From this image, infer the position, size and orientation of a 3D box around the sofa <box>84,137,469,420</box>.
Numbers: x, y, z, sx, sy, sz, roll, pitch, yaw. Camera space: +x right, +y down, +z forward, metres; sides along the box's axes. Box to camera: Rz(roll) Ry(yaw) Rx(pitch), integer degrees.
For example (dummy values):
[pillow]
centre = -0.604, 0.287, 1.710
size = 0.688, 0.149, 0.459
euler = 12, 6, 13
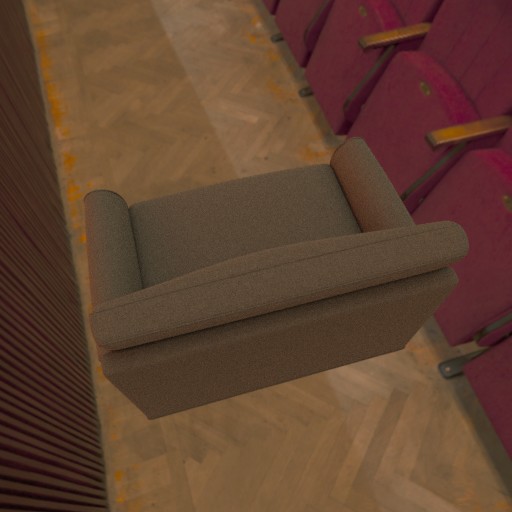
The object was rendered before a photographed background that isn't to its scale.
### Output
[sofa]
centre = 0.000, 0.000, 1.981
size = 1.410, 0.953, 0.940
euler = -13, 59, -8
